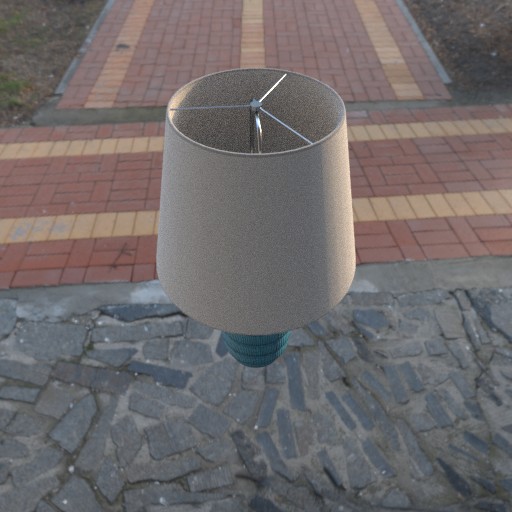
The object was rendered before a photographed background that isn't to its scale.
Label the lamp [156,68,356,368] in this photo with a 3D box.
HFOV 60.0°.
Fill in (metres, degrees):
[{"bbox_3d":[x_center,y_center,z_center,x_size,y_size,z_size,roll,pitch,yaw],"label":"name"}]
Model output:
[{"bbox_3d":[0.000,0.000,0.804,0.355,0.582,0.355,0,46,0],"label":"lamp"}]
